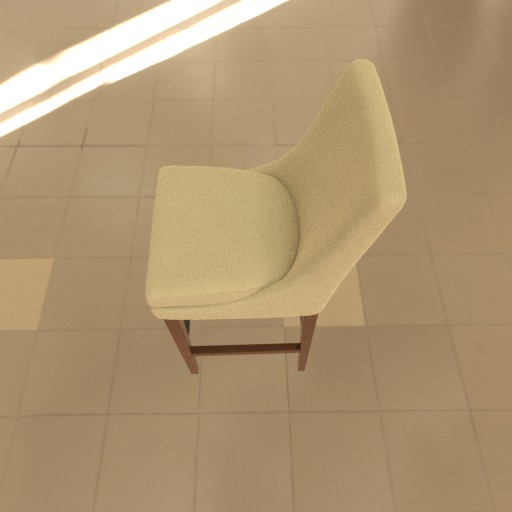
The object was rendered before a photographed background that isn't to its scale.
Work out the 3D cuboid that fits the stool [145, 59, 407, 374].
[{"bbox_3d":[0.000,0.000,1.361,0.577,1.078,0.470,-1,60,-1],"label":"stool"}]
